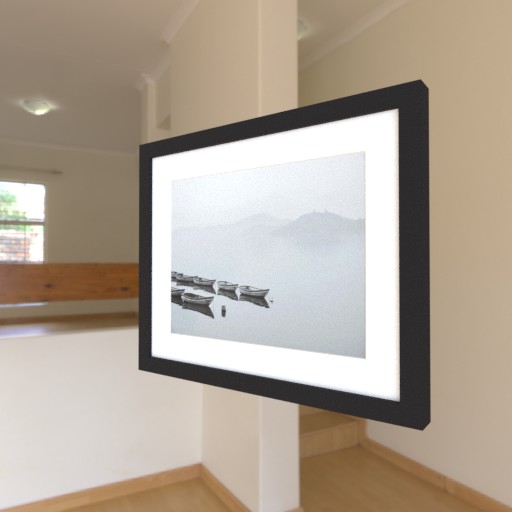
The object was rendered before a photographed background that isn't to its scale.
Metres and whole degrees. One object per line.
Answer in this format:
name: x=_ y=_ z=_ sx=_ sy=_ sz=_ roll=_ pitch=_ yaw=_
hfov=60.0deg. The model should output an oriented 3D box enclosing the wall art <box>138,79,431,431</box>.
wall art: x=0.000 y=0.000 z=0.536 sx=0.397 sy=0.325 sz=0.028 roll=-1 pitch=-1 yaw=36
